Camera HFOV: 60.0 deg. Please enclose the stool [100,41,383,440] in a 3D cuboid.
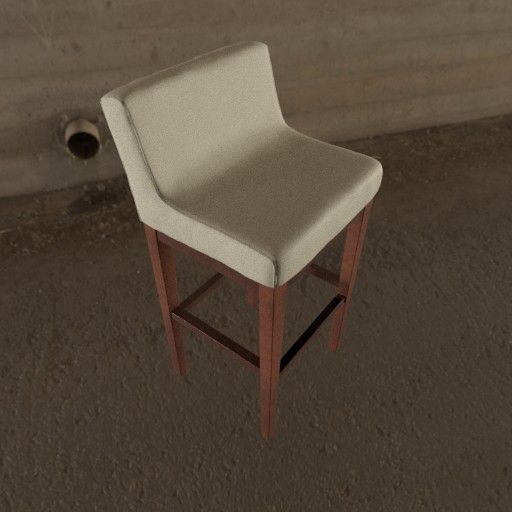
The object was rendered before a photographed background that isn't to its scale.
[{"bbox_3d":[0.000,0.000,1.322,0.500,1.037,0.511,27,48,27],"label":"stool"}]
